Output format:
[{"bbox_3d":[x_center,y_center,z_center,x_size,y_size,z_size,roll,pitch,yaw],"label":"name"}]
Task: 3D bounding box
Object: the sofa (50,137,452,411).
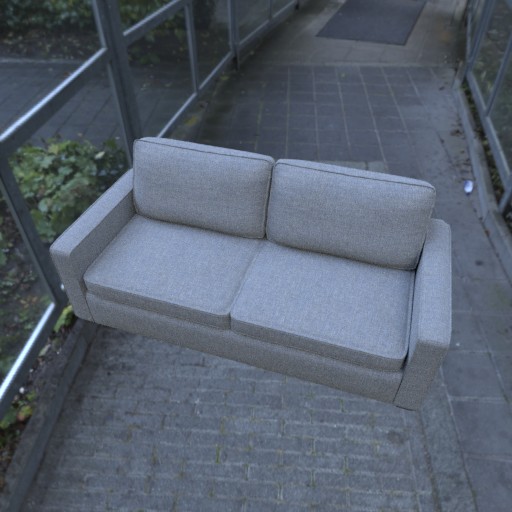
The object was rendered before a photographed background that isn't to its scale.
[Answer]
[{"bbox_3d":[0.000,0.000,2.552,2.078,0.918,0.945,12,43,13],"label":"sofa"}]
